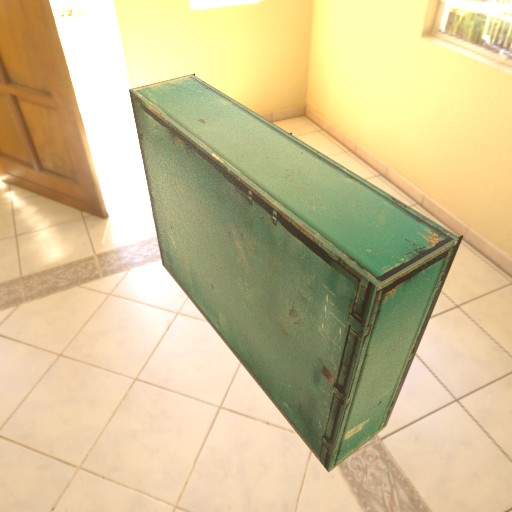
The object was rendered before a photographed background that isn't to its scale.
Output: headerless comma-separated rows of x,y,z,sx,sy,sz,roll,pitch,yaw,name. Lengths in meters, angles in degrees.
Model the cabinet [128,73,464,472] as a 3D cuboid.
0.000,0.000,3.922,0.680,2.160,3.001,-25,48,-25,cabinet
